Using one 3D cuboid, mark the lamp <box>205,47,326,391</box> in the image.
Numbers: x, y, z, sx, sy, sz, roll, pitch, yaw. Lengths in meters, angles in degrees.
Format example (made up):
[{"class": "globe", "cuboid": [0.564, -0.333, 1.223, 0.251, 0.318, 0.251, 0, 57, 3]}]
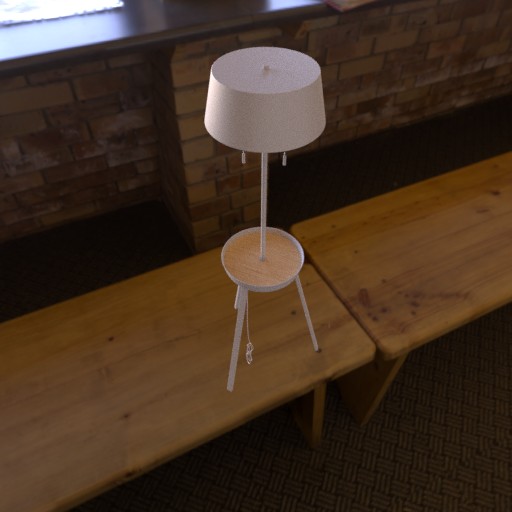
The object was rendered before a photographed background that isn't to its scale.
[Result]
[{"class": "lamp", "cuboid": [0.000, 0.000, 1.705, 0.508, 1.429, 0.468, 24, 51, 21]}]
